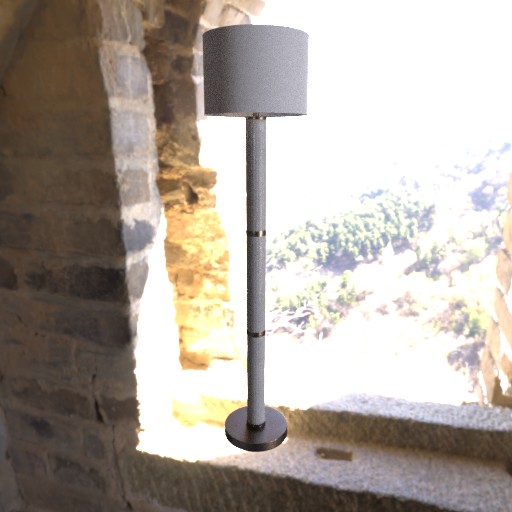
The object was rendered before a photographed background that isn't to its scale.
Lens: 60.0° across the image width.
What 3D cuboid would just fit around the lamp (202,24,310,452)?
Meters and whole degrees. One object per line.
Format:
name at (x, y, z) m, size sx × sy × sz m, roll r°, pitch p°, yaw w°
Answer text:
lamp at (0.000, 0.000, 1.758) m, size 0.377 × 1.599 × 0.377 m, roll -8°, pitch 17°, yaw -27°
